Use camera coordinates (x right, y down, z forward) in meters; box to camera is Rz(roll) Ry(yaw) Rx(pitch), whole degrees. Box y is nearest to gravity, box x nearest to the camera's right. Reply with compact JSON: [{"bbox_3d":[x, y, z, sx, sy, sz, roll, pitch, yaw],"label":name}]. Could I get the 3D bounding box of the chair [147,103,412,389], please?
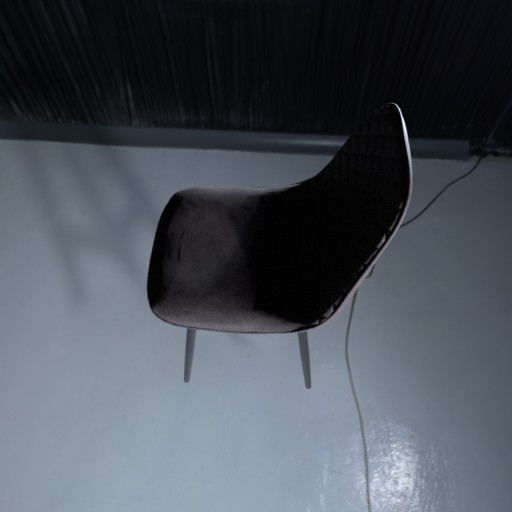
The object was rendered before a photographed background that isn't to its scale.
[{"bbox_3d":[0.000,0.000,1.194,0.561,0.889,0.472,3,59,1],"label":"chair"}]
